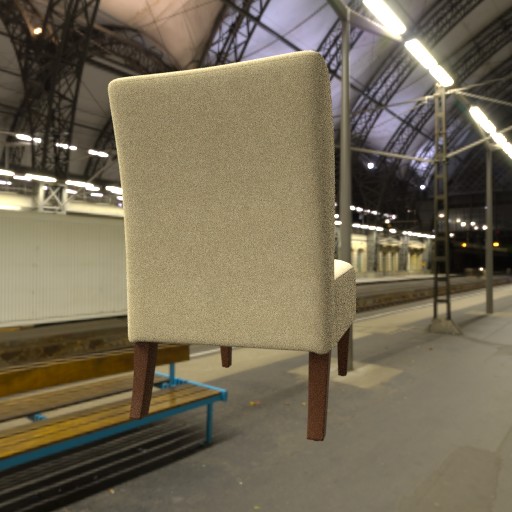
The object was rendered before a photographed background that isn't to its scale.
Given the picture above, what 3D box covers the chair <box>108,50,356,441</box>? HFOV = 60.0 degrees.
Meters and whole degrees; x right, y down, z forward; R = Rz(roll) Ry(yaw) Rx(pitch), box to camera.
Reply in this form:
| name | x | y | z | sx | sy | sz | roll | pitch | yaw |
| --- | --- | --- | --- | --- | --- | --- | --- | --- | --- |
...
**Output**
| name | x | y | z | sx | sy | sz | roll | pitch | yaw |
| --- | --- | --- | --- | --- | --- | --- | --- | --- | --- |
| chair | 0.000 | 0.000 | 1.309 | 0.521 | 0.833 | 0.754 | 0 | -1 | 18 |
